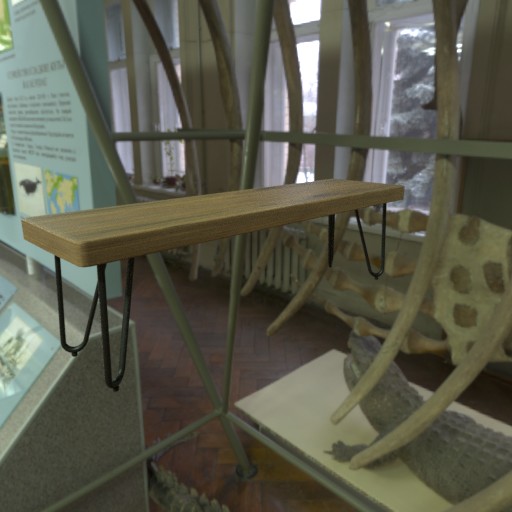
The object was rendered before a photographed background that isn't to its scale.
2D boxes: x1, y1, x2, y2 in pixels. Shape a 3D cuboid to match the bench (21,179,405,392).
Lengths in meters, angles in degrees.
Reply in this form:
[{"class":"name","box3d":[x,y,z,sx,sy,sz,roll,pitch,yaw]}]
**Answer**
[{"class":"bench","box3d":[0.000,0.000,1.767,1.570,0.462,0.425,-15,22,-42]}]
